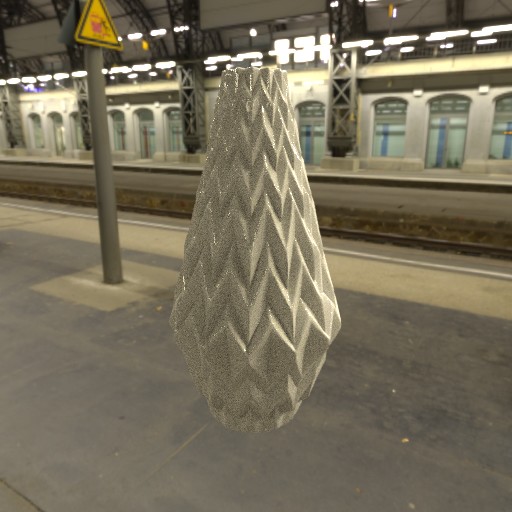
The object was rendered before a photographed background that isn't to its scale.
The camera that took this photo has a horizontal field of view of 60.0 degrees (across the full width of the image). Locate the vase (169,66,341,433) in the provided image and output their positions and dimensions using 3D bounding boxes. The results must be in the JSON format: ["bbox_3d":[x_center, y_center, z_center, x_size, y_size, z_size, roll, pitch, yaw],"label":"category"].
[{"bbox_3d":[0.000,0.000,0.422,0.167,0.328,0.167,0,15,0],"label":"vase"}]
